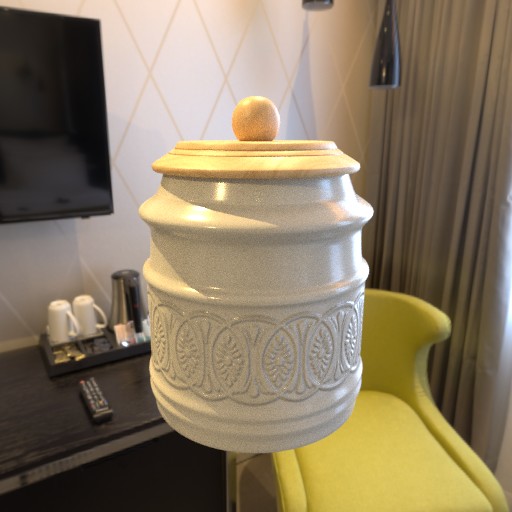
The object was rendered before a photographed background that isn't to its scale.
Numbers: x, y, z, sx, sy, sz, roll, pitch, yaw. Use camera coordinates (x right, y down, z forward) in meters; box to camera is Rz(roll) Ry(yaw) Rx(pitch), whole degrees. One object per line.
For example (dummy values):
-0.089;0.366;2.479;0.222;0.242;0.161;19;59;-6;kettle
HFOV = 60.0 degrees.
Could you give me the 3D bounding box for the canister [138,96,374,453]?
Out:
0.000;0.000;0.260;0.130;0.176;0.130;0;15;0;canister
